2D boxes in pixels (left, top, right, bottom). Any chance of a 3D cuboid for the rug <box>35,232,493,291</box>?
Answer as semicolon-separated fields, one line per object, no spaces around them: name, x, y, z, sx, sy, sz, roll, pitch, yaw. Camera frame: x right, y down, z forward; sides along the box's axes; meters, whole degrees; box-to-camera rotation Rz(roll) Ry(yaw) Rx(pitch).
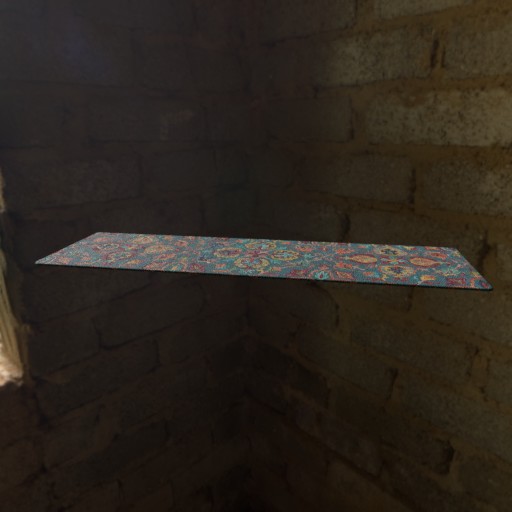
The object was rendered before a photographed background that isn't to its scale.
rug;0.000;0.000;2.486;2.286;0.013;0.686;3;17;9
